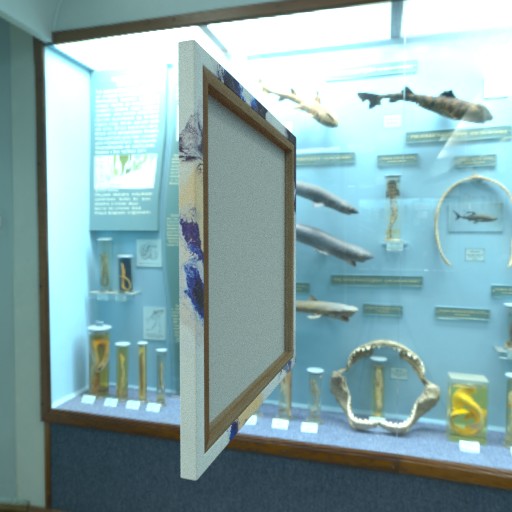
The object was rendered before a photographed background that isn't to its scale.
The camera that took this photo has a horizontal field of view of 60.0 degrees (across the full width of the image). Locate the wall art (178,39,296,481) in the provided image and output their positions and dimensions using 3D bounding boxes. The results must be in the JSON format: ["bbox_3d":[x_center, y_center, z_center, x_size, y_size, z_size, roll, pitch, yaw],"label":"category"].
[{"bbox_3d":[0.000,0.000,1.310,0.038,0.885,0.887,1,2,18],"label":"wall art"}]
